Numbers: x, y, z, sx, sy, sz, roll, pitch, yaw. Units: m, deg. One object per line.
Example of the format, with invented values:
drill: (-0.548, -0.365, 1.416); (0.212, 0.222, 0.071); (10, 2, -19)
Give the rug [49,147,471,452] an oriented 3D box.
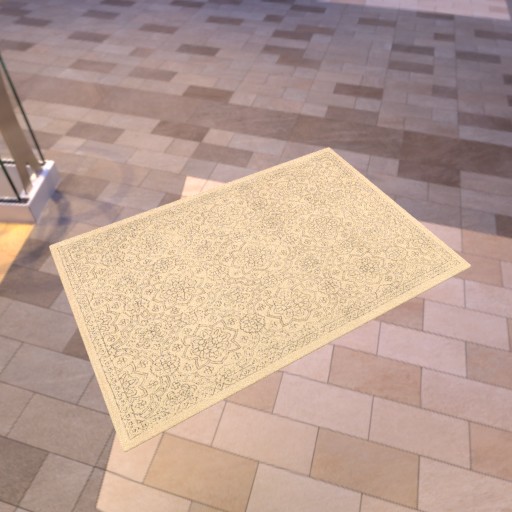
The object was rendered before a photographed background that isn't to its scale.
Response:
rug: (0.000, 0.000, 2.298); (1.829, 0.010, 1.219); (-23, 52, -20)
